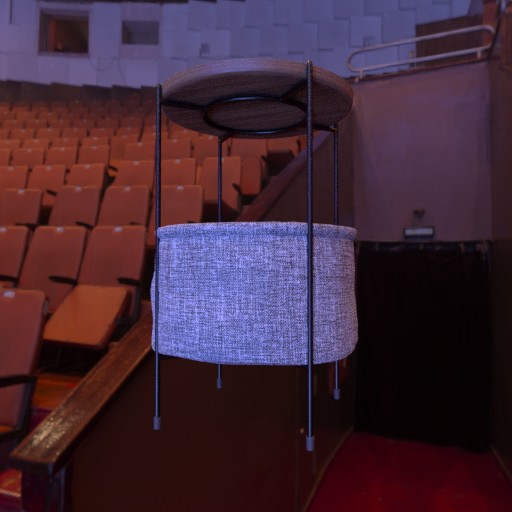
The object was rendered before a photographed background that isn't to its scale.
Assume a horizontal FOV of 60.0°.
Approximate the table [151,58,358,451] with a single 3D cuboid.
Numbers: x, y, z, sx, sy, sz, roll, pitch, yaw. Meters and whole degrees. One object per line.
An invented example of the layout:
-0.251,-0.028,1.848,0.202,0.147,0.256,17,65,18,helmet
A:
0.000,0.000,0.891,0.400,0.623,0.400,0,-1,19,table
